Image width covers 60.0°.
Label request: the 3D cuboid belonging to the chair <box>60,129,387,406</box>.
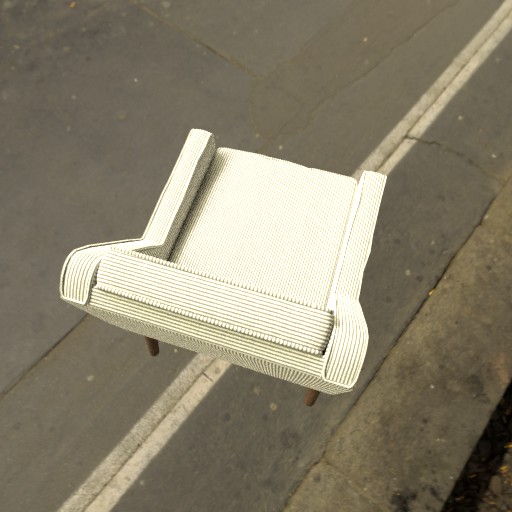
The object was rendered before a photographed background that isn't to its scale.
[{"bbox_3d":[0.000,0.000,1.343,0.663,0.792,0.743,16,65,8],"label":"chair"}]
